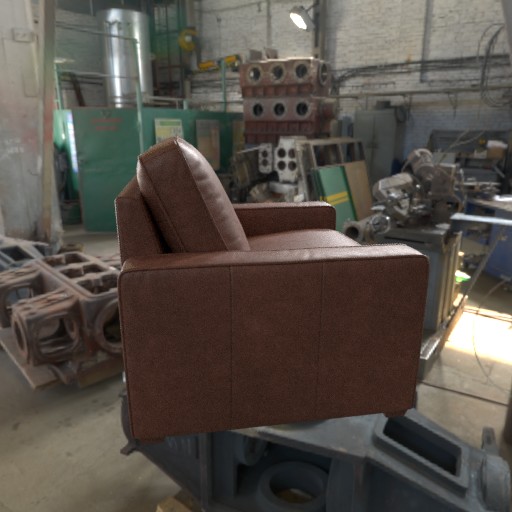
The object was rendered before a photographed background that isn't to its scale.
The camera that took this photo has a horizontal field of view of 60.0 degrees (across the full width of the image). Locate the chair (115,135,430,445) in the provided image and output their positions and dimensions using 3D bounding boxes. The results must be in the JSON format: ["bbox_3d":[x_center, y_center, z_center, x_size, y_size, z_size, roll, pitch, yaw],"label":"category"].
[{"bbox_3d":[0.000,0.000,1.760,0.940,0.919,1.017,-3,17,-9],"label":"chair"}]
